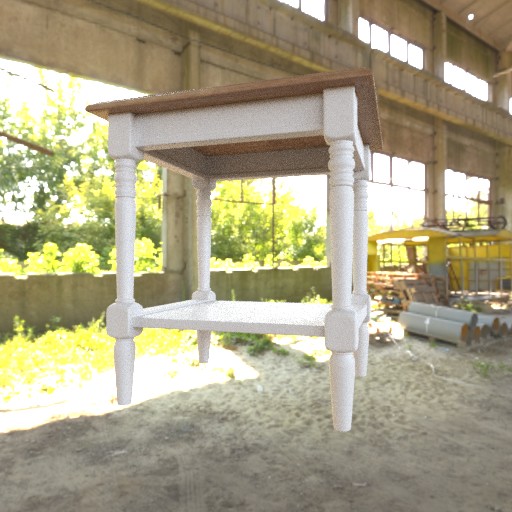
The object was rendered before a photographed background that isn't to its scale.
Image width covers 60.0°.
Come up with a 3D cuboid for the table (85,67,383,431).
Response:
[{"bbox_3d":[0.000,0.000,0.943,0.508,0.561,0.457,0,-1,18],"label":"table"}]
